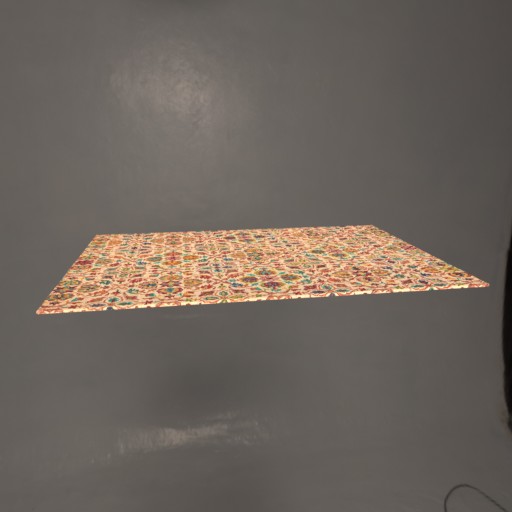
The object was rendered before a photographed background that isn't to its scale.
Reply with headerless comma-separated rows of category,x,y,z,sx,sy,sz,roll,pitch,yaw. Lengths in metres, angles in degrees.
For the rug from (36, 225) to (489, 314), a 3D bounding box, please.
rug,0.000,0.000,2.935,2.297,0.018,1.541,-3,16,-9
